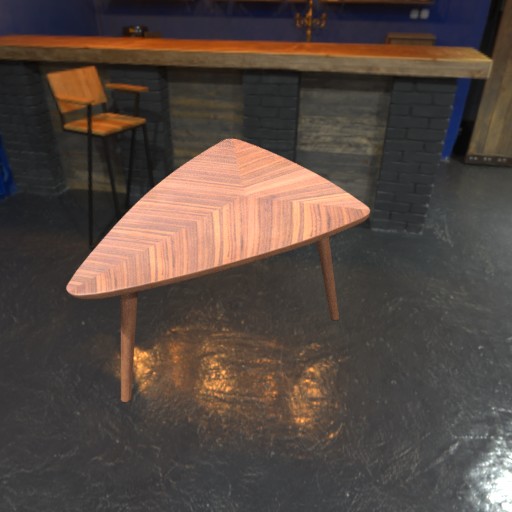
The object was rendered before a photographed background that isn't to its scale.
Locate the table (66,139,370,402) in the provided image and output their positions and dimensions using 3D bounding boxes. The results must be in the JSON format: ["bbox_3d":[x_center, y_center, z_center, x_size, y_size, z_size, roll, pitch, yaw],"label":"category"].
[{"bbox_3d":[0.000,0.000,1.290,0.601,0.365,1.008,8,32,12],"label":"table"}]
